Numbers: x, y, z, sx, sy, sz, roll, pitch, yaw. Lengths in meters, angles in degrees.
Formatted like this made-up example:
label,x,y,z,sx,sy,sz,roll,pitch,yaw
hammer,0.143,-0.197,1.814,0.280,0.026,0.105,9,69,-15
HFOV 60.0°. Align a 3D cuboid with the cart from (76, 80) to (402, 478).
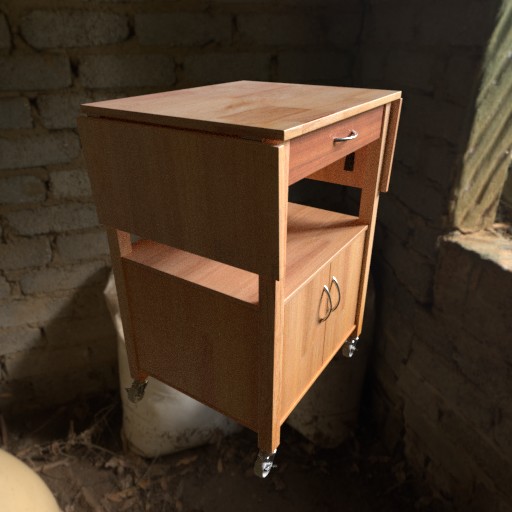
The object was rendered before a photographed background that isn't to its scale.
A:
label,x,y,z,sx,sy,sz,roll,pitch,yaw
cart,0.000,0.000,1.232,0.508,0.838,0.640,17,31,29
